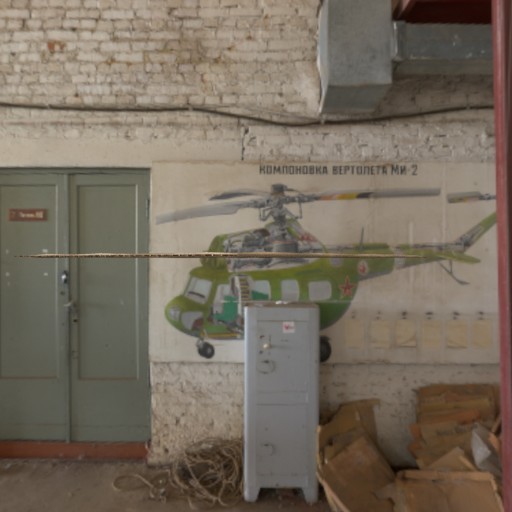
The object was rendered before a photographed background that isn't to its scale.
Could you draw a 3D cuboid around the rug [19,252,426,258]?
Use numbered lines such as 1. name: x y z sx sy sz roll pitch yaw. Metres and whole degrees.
1. rug: 0.000 0.000 2.959 1.529 0.027 2.434 0 0 37
